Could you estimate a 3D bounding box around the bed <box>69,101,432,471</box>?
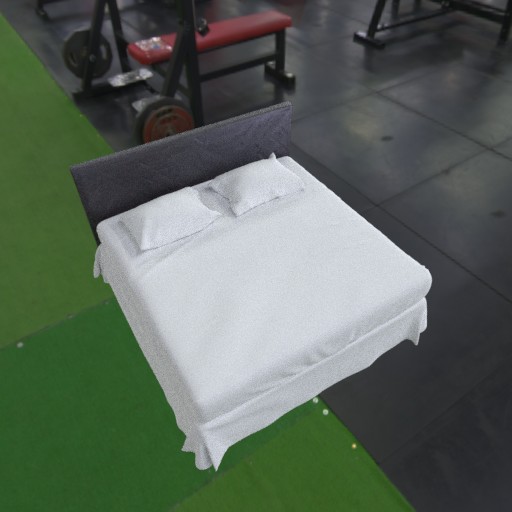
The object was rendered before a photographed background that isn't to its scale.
[{"bbox_3d":[0.000,0.000,3.498,2.255,1.158,2.165,-24,50,-22],"label":"bed"}]
